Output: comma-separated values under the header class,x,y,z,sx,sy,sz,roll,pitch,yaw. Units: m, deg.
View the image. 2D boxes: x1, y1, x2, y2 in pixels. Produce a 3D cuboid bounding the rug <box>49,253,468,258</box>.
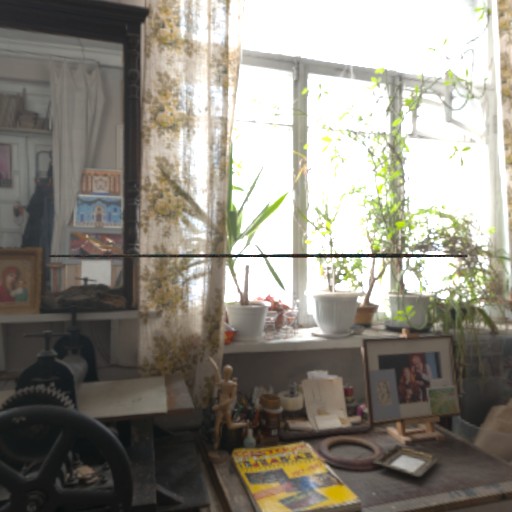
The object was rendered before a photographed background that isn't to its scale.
class,x,y,z,sx,sy,sz,roll,pitch,yaw
rug,0.000,0.000,2.321,1.836,0.014,1.216,0,0,35
